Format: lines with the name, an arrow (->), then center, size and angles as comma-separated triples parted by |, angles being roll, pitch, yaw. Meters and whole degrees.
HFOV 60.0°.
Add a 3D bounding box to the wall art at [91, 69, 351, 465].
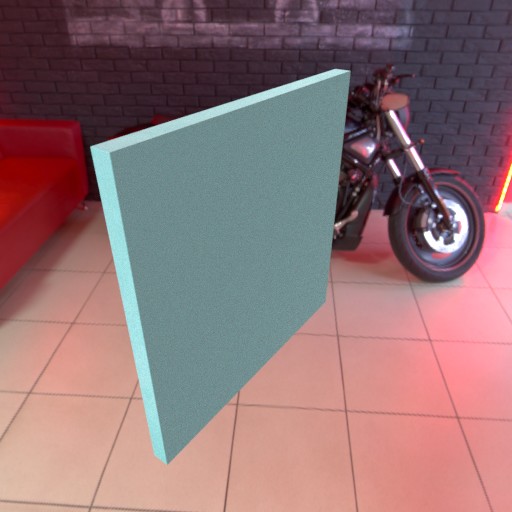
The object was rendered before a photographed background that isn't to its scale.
wall art -> 0.000, 0.000, 0.875 | 0.036, 0.603, 0.603 | 22, 39, 30
